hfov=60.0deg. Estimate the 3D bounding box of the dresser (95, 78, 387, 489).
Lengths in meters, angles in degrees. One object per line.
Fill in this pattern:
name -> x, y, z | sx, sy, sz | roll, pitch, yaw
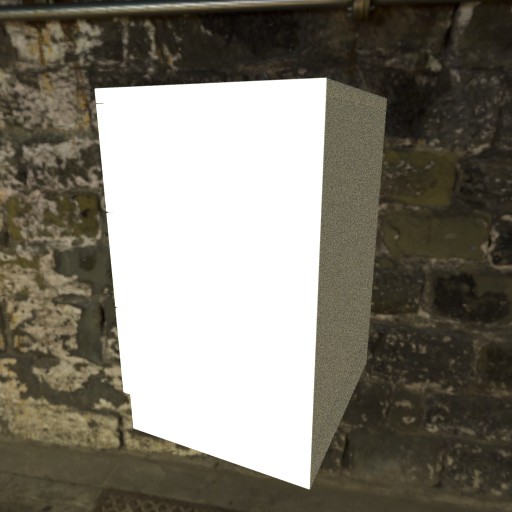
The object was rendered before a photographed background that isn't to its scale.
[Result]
dresser -> 0.000, 0.000, 0.815 | 0.360, 0.560, 0.400 | 7, 18, 24
